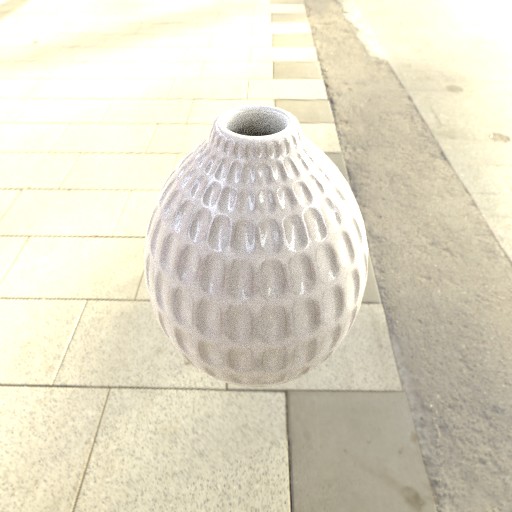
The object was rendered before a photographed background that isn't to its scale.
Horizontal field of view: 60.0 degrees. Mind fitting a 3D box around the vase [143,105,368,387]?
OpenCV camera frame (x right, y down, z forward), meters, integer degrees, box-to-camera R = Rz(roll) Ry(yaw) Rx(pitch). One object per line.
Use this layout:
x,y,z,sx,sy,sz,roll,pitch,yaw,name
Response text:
0.000,0.000,0.258,0.128,0.167,0.128,0,42,0,vase
